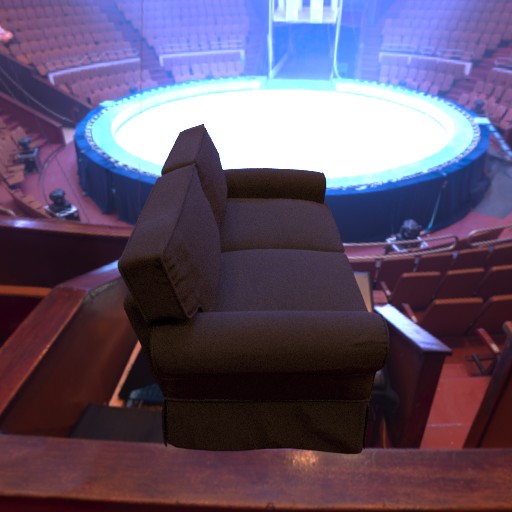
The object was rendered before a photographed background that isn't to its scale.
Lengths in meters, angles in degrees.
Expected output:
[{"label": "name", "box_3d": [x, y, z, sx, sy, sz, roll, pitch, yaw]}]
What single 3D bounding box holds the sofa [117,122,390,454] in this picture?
[{"label": "sofa", "box_3d": [0.000, 0.000, 2.389, 0.997, 1.059, 1.801, 0, 31, -1]}]
